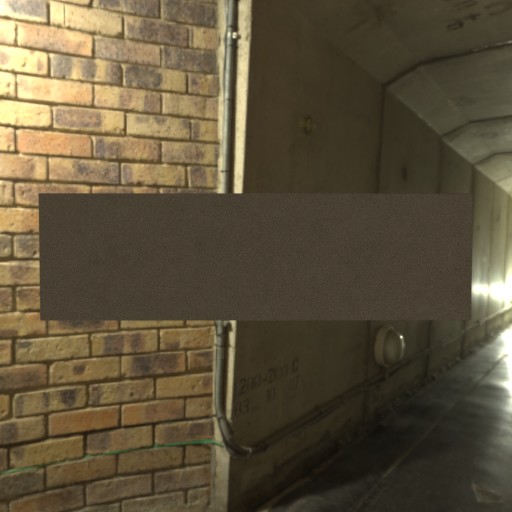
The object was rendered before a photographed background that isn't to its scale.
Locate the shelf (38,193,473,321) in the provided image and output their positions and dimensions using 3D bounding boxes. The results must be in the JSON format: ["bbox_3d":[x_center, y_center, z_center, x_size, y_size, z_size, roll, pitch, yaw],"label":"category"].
[{"bbox_3d":[0.000,0.000,1.144,1.020,0.300,0.200,0,2,0],"label":"shelf"}]
